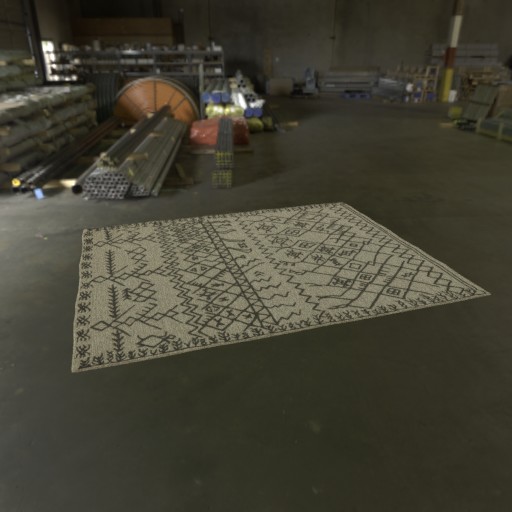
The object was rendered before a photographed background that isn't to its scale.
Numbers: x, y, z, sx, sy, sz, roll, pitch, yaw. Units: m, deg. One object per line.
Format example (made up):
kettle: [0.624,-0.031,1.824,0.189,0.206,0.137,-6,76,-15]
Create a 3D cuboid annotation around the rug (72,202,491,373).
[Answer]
rug: [0.000,0.000,3.249,2.455,0.025,1.964,-8,26,-16]
